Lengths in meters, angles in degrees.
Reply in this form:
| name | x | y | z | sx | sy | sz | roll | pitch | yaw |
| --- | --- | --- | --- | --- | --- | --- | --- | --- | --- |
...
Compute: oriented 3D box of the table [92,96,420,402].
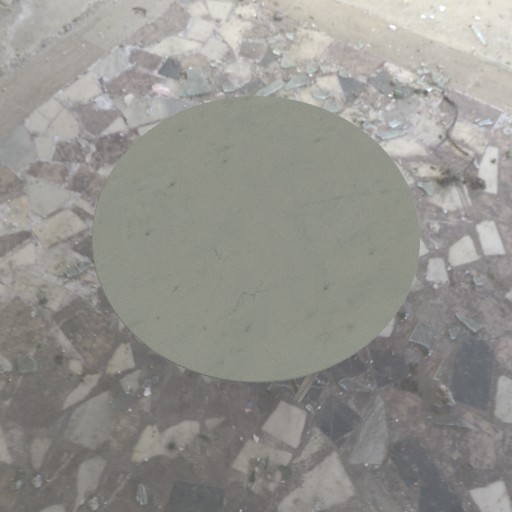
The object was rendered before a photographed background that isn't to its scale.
| name | x | y | z | sx | sy | sz | roll | pitch | yaw |
| --- | --- | --- | --- | --- | --- | --- | --- | --- | --- |
| table | 0.000 | 0.000 | 1.294 | 0.800 | 0.450 | 0.800 | 0 | 64 | 0 |
